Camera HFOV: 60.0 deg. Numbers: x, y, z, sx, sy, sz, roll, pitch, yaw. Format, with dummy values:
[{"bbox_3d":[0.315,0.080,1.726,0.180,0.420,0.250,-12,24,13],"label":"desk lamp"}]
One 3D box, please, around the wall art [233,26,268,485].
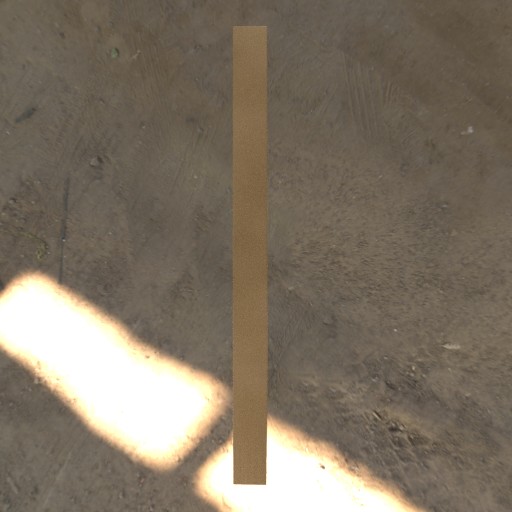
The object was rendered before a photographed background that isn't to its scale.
[{"bbox_3d":[0.000,0.000,0.751,0.038,0.511,0.513,0,90,2],"label":"wall art"}]
